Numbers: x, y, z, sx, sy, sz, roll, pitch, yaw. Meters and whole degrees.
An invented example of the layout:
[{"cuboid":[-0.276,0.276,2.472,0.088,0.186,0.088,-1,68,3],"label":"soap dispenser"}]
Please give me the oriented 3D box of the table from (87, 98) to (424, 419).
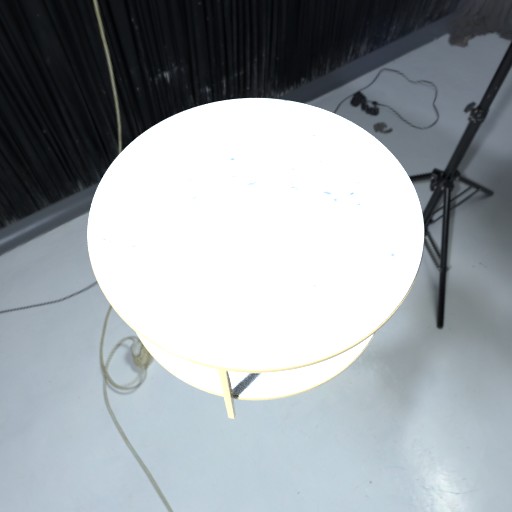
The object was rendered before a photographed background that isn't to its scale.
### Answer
[{"cuboid":[0.000,0.000,1.257,0.800,0.450,0.800,0,58,0],"label":"table"}]
